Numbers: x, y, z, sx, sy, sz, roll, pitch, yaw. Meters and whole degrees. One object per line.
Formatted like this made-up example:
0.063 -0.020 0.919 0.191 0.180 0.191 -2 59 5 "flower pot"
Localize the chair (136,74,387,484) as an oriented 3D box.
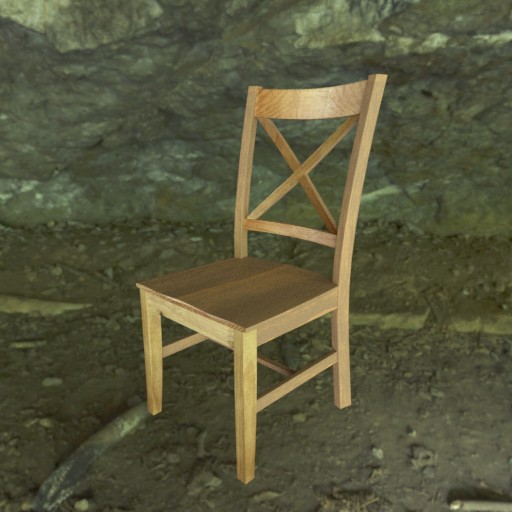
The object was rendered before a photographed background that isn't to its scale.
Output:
0.000 0.000 1.286 0.485 0.983 0.542 14 21 42 "chair"
